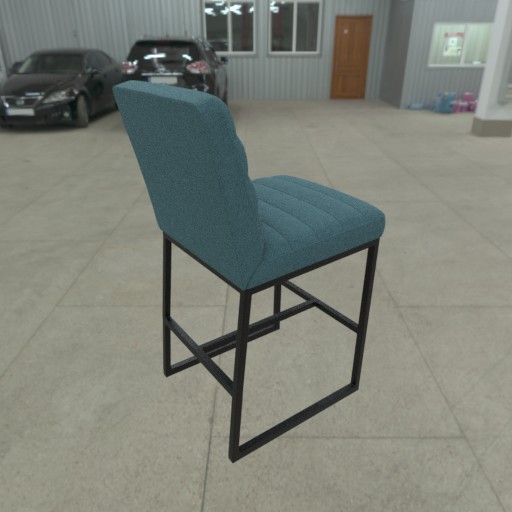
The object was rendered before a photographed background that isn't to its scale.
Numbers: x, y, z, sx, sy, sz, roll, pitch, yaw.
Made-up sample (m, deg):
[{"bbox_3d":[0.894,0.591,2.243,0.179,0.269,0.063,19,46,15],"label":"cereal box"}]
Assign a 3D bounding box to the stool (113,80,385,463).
[{"bbox_3d":[0.000,0.000,1.269,0.560,0.940,0.460,-17,31,-31],"label":"stool"}]
